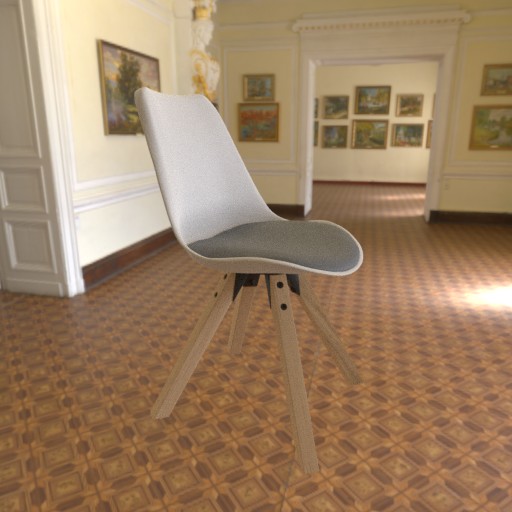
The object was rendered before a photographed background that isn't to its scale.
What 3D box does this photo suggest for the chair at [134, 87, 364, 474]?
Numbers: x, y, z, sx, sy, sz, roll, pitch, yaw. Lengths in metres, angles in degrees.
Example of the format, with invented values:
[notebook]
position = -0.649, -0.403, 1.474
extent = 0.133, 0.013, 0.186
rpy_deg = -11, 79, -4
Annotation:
[chair]
position = 0.000, 0.000, 1.183
extent = 0.550, 0.850, 0.485
rpy_deg = 8, 17, 26
